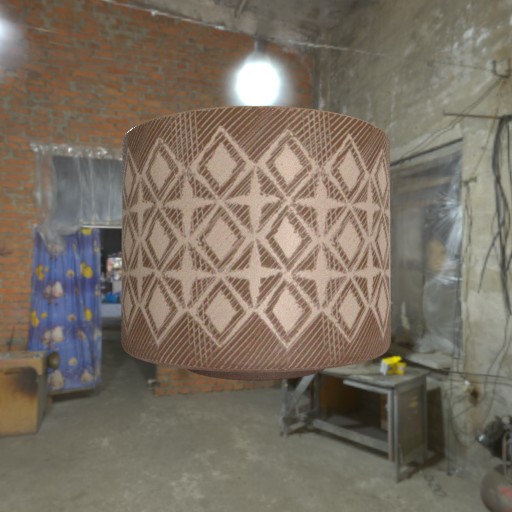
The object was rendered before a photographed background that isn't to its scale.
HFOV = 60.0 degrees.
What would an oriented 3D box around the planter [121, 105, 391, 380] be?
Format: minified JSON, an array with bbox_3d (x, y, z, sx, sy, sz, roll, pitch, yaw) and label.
[{"bbox_3d":[0.000,0.000,0.218,0.126,0.104,0.126,0,-1,0],"label":"planter"}]
